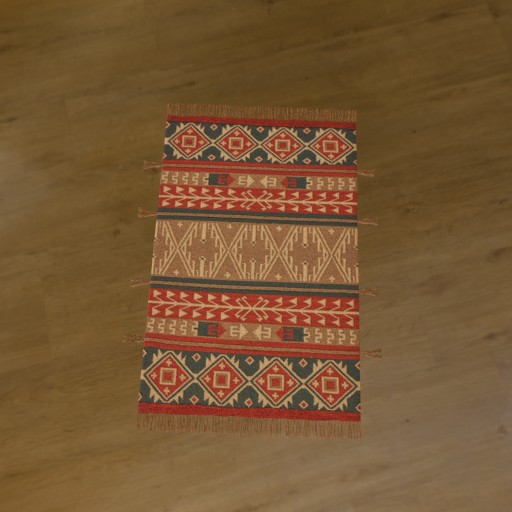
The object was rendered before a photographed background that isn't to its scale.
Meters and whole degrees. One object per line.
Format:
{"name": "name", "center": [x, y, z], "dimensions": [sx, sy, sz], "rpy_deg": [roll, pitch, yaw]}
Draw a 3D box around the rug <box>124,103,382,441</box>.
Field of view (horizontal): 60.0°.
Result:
{"name": "rug", "center": [0.000, 0.000, 2.643], "dimensions": [1.469, 0.040, 2.025], "rpy_deg": [2, 76, 1]}
